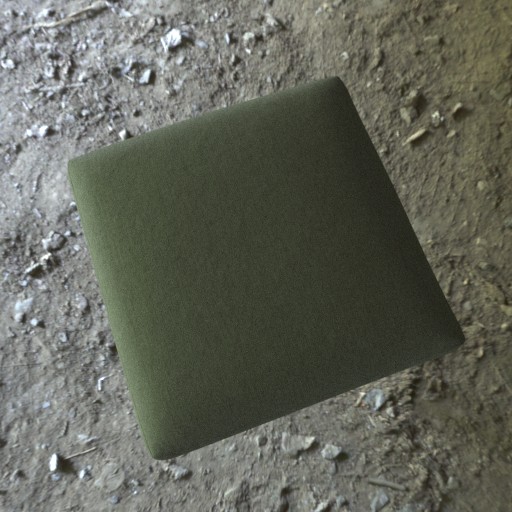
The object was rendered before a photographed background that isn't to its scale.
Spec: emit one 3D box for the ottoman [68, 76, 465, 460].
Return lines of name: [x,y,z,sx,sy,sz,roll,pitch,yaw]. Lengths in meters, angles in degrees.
ottoman: [0.000,0.000,1.543,1.041,0.470,1.041,-19,77,-5]
